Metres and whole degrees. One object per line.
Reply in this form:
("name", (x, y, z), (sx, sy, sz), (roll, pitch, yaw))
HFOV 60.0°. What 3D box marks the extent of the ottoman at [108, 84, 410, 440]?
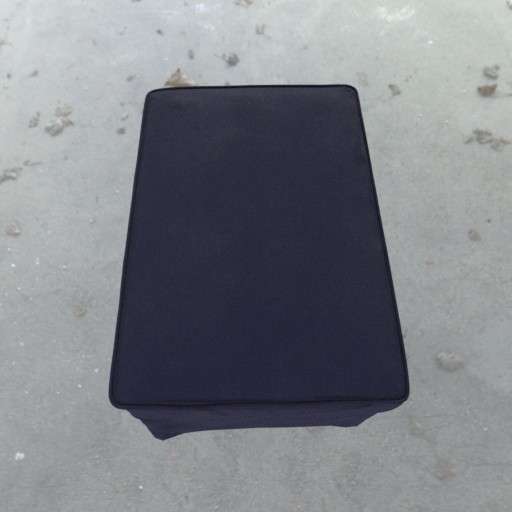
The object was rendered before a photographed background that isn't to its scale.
("ottoman", (0.000, 0.000, 1.269), (0.637, 0.503, 0.938), (-1, 63, -1))
